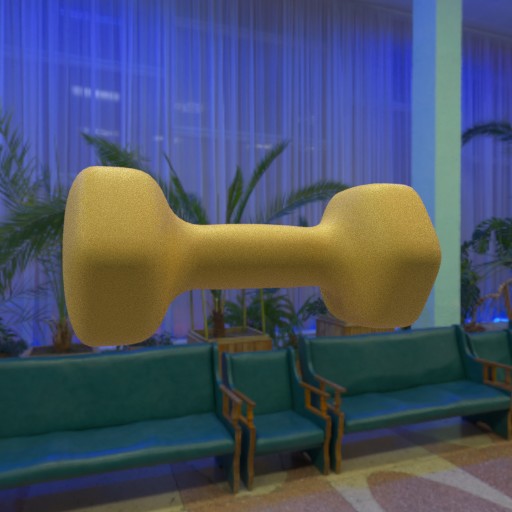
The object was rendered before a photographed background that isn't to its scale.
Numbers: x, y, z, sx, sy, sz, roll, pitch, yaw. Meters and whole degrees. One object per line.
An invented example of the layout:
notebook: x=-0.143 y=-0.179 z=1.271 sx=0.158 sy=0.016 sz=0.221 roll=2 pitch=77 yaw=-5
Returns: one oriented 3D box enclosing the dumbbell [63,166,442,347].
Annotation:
dumbbell: x=0.000 y=0.000 z=0.239 sx=0.190 sy=0.082 sz=0.090 roll=0 pitch=0 yaw=-18
